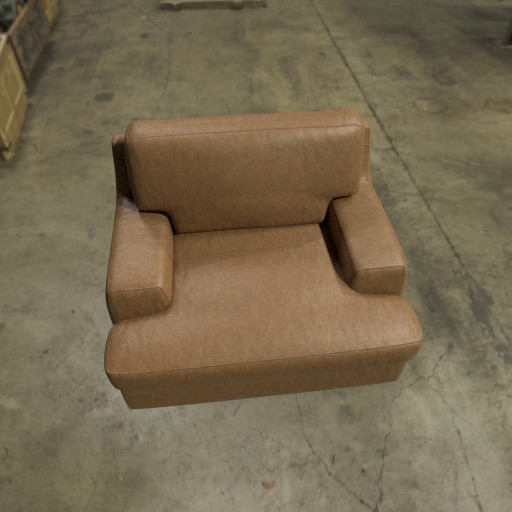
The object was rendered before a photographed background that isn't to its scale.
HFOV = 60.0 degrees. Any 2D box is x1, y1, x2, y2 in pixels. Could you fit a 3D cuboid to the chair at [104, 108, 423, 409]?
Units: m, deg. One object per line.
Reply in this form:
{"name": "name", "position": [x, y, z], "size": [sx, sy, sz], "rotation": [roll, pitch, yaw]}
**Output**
{"name": "chair", "position": [0.000, 0.000, 1.981], "size": [1.276, 0.978, 1.050], "rotation": [-5, 47, -4]}
